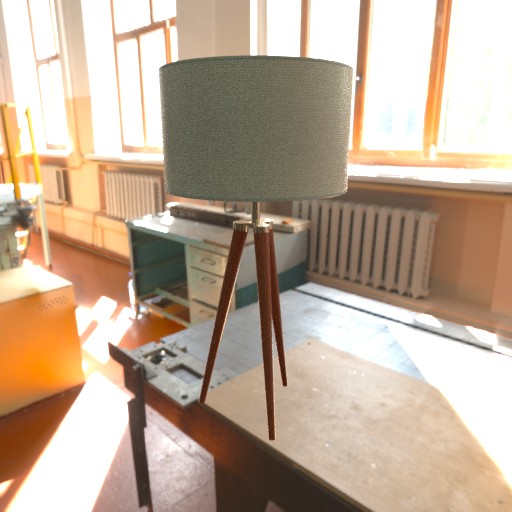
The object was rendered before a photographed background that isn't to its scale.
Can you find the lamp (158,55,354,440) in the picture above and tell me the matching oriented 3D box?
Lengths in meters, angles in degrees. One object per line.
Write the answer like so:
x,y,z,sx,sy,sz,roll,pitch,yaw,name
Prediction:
0.000,0.000,0.916,0.355,0.709,0.354,-3,15,-10,lamp
